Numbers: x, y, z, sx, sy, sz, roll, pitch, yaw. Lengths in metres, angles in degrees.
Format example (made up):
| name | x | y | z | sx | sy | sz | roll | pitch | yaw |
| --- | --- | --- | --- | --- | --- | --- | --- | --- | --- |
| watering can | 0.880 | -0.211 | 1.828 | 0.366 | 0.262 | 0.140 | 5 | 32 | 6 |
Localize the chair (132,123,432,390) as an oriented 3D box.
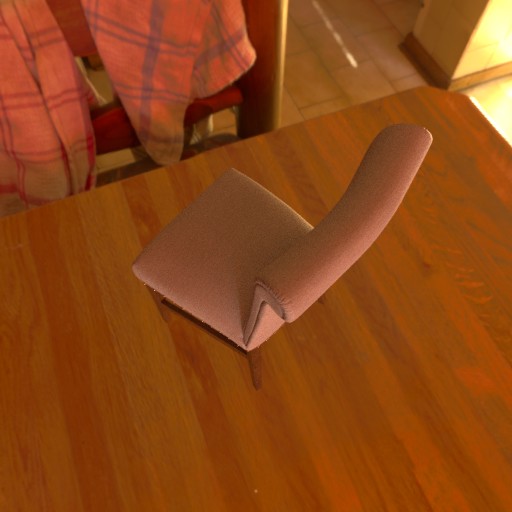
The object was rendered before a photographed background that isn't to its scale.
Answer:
| name | x | y | z | sx | sy | sz | roll | pitch | yaw |
| --- | --- | --- | --- | --- | --- | --- | --- | --- | --- |
| chair | 0.000 | 0.000 | 1.330 | 0.608 | 0.988 | 0.513 | 34 | 67 | 17 |
